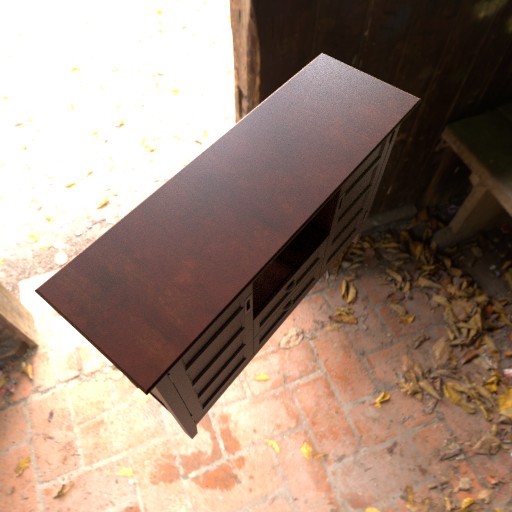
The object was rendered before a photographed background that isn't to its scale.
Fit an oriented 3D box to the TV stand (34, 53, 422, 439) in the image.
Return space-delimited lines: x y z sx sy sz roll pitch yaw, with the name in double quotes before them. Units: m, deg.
"TV stand" 0.000 0.000 1.799 0.445 0.915 1.372 35 64 19
